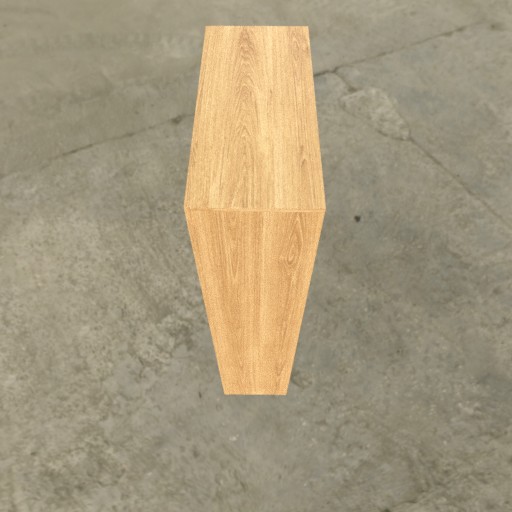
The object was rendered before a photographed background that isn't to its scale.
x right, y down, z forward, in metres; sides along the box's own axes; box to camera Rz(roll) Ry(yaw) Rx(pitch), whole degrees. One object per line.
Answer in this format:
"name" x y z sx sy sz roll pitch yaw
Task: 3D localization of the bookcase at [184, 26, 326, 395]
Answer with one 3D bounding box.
"bookcase" 0.000 0.000 2.413 0.420 2.020 0.950 0 58 0
